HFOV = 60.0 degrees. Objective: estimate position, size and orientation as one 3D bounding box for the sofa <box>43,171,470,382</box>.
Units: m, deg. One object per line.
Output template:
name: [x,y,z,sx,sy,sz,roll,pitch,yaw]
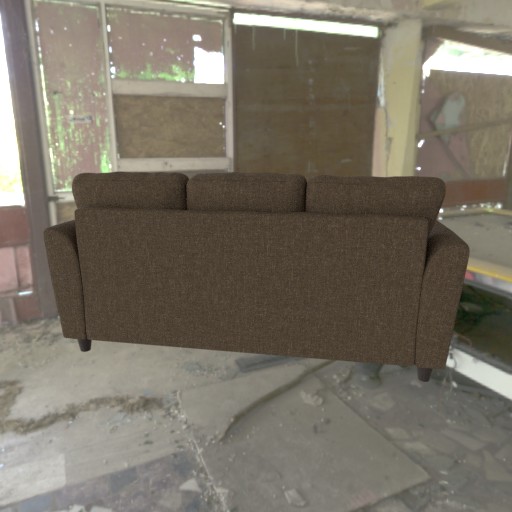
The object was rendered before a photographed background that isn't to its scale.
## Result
sofa: [0.000,0.000,2.314,1.847,0.891,0.837,3,15,10]
